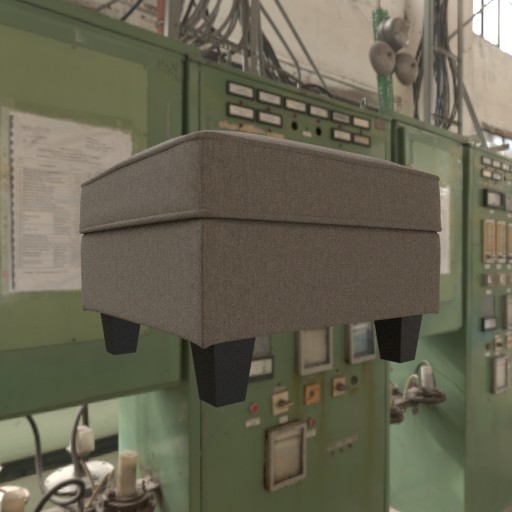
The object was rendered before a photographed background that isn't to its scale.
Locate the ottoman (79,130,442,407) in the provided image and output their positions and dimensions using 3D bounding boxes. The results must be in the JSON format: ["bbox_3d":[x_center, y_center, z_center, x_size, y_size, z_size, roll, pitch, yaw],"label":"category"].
[{"bbox_3d":[0.000,0.000,1.367,0.871,0.612,0.808,0,0,-37],"label":"ottoman"}]
